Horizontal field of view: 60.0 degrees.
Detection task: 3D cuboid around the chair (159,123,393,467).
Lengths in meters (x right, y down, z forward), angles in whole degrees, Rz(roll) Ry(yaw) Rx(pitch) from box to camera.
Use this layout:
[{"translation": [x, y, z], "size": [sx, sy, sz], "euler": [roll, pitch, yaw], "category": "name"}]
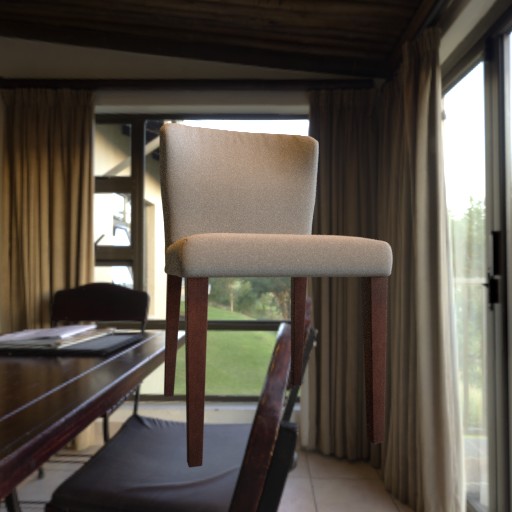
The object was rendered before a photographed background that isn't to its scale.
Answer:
[{"translation": [0.000, 0.000, 1.192], "size": [0.491, 0.839, 0.592], "euler": [0, -1, -17], "category": "chair"}]
